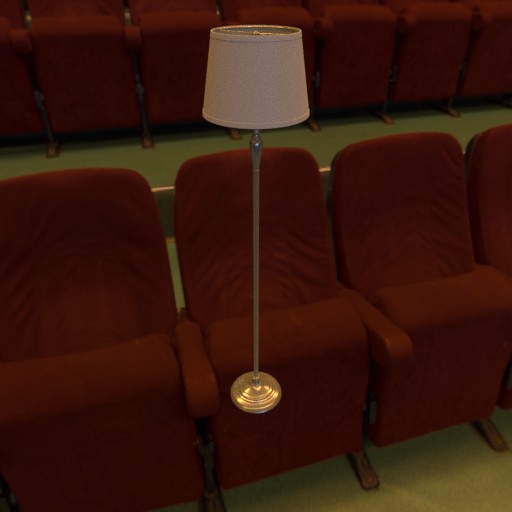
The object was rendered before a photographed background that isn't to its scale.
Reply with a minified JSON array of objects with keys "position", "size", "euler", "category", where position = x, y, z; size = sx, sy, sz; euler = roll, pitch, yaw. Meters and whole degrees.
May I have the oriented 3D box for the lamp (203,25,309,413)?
[{"position":[0.000,0.000,1.649],"size":[0.327,1.506,0.327],"euler":[-9,34,-14],"category":"lamp"}]
